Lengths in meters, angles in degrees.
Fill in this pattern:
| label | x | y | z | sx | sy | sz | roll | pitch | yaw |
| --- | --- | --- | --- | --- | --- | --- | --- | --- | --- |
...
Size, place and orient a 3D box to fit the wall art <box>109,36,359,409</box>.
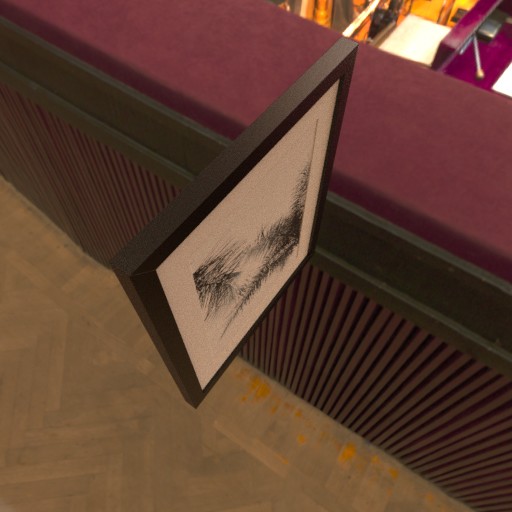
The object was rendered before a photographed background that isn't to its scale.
| label | x | y | z | sx | sy | sz | roll | pitch | yaw |
| --- | --- | --- | --- | --- | --- | --- | --- | --- | --- |
| wall art | 0.000 | 0.000 | 0.764 | 0.028 | 0.557 | 0.457 | 31 | 63 | 18 |
